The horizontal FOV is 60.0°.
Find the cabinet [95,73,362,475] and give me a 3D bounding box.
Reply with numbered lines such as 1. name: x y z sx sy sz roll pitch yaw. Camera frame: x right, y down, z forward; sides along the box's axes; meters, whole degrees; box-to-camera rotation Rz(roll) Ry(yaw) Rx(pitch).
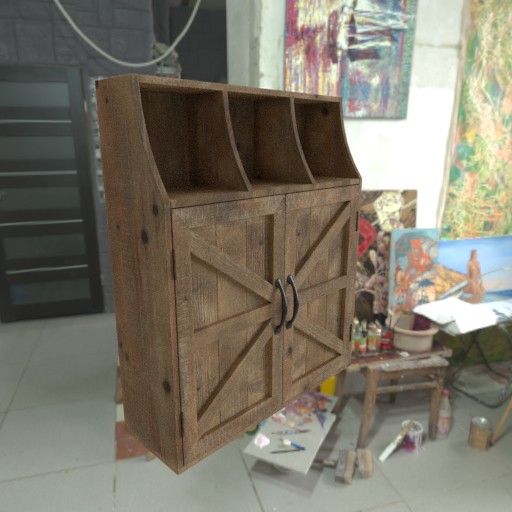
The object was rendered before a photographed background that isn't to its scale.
1. cabinet: 0.000 0.000 0.831 0.184 0.590 0.489 14 20 43
